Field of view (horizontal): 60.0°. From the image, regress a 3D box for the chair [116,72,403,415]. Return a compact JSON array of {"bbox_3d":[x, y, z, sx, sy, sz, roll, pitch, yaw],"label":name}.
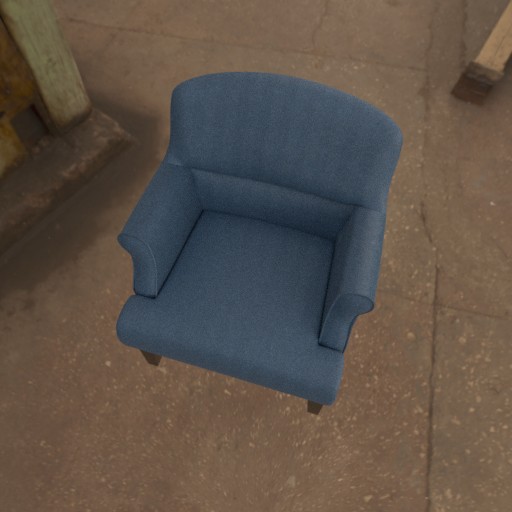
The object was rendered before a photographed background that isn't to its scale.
[{"bbox_3d":[0.000,0.000,1.483,0.770,0.878,0.754,14,59,9],"label":"chair"}]
